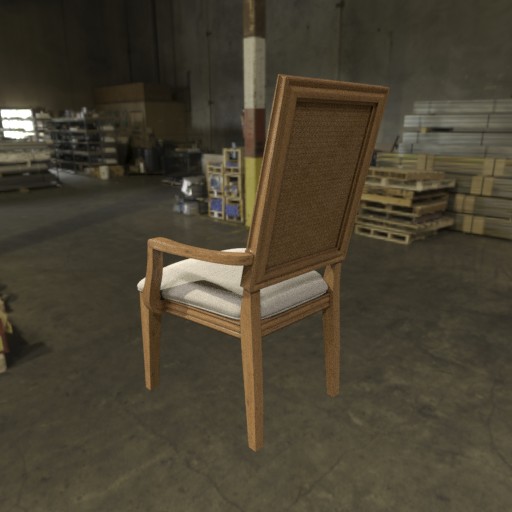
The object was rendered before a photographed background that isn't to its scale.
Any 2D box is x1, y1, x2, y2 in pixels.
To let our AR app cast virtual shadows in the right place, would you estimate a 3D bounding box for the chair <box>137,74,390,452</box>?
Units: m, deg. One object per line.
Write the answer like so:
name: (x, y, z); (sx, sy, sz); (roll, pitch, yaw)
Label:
chair: (0.000, 0.000, 1.390); (0.606, 0.990, 0.602); (-16, 23, -42)
